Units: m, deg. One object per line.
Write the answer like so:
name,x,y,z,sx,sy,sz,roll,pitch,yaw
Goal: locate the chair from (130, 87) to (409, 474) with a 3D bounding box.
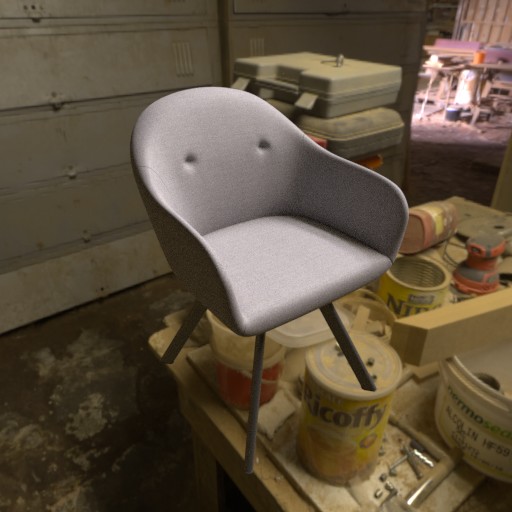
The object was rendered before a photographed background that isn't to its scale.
chair,0.000,0.000,1.174,0.540,0.780,0.570,-20,35,-31
